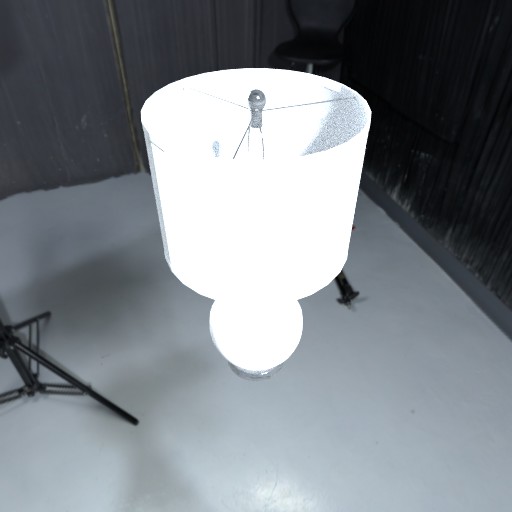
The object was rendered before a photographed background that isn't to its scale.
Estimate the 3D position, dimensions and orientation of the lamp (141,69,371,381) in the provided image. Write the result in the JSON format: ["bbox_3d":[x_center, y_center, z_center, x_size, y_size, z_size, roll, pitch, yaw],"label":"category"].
[{"bbox_3d":[0.000,0.000,0.899,0.357,0.673,0.357,-13,42,-14],"label":"lamp"}]
